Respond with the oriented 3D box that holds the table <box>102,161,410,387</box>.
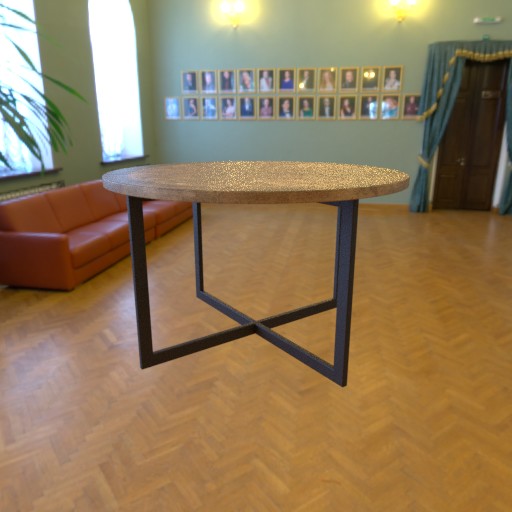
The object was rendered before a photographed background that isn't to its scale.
[{"bbox_3d":[0.000,0.000,2.023,1.264,0.762,1.264,0,16,0],"label":"table"}]
